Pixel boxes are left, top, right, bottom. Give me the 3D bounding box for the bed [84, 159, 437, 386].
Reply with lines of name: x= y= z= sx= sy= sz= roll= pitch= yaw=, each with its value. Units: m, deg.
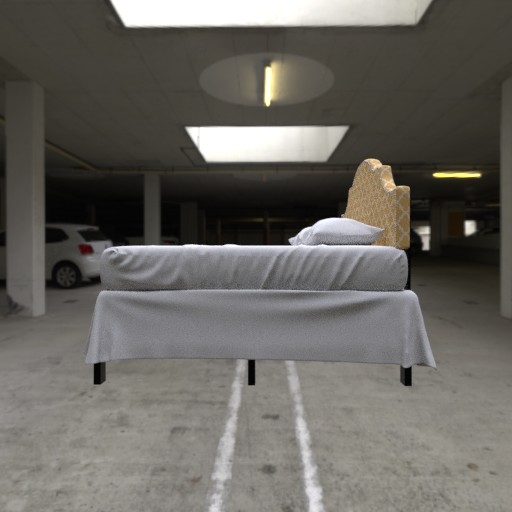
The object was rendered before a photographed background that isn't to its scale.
bed: x=0.000 y=0.000 z=3.748 sx=2.222 sy=1.601 sz=2.314 roll=0 pitch=0 yaw=1
